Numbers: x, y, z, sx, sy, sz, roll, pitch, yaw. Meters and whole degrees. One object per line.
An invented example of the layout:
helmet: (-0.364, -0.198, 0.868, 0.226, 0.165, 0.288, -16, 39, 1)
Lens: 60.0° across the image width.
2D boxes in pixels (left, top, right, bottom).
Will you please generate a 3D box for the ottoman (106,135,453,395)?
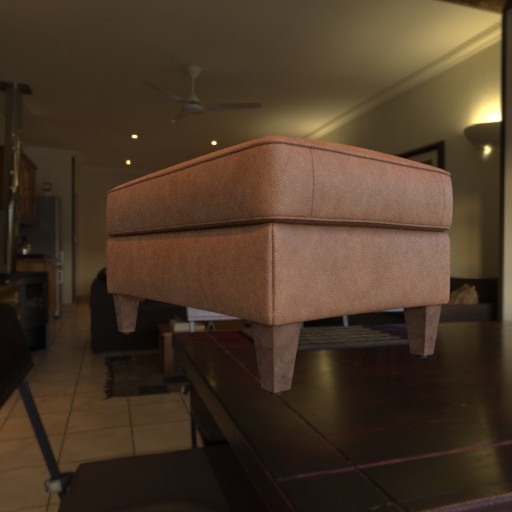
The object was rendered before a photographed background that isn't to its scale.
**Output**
ottoman: (0.000, 0.000, 1.211, 0.584, 0.483, 0.864, 0, 1, -37)
